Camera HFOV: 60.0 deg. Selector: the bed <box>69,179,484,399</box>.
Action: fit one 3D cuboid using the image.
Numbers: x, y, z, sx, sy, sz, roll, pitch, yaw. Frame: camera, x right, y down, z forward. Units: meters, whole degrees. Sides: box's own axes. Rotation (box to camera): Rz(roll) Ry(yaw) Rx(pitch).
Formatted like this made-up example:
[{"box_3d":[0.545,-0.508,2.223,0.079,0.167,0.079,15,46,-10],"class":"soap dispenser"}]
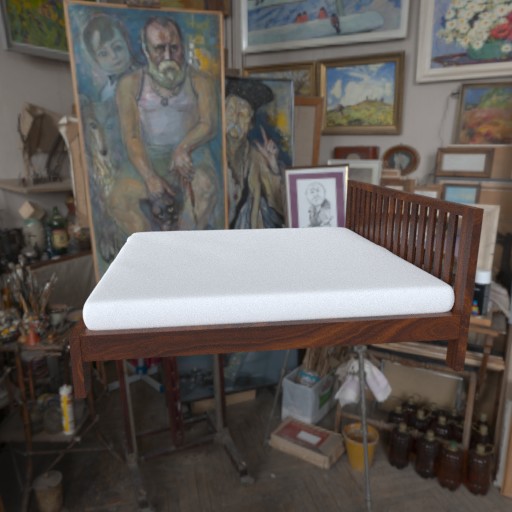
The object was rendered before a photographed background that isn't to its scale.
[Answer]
[{"box_3d":[0.000,0.000,3.096,2.030,0.890,1.905,-2,14,-7],"class":"bed"}]
